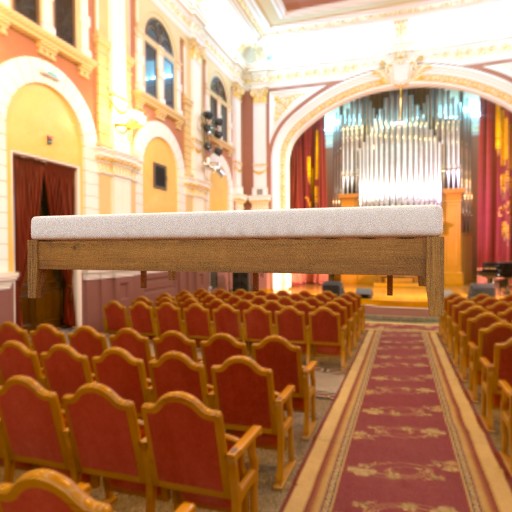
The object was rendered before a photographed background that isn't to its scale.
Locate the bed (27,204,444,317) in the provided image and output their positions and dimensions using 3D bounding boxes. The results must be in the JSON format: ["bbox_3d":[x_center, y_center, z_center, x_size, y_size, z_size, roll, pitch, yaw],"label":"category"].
[{"bbox_3d":[0.000,0.000,2.720,2.016,0.431,1.536,0,1,19],"label":"bed"}]
